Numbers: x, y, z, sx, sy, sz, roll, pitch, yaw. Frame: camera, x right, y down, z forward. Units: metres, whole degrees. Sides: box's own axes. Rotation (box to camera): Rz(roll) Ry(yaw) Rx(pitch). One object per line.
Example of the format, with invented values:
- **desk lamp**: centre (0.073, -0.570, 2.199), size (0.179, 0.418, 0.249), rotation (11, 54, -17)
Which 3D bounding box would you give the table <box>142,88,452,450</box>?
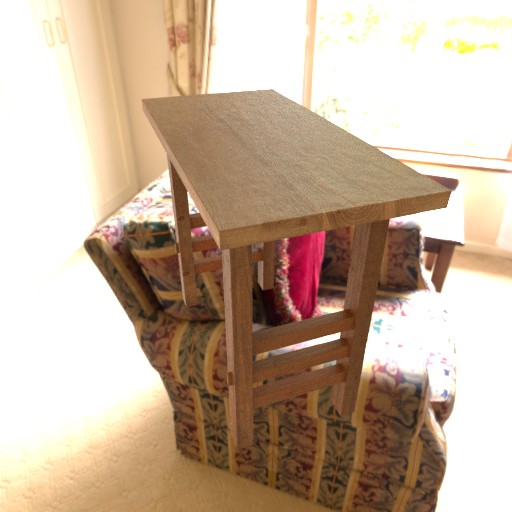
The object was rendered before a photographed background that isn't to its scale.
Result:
- **table**: centre (0.000, 0.000, 1.629), size (0.556, 0.914, 1.119), rotation (-11, 34, -17)
